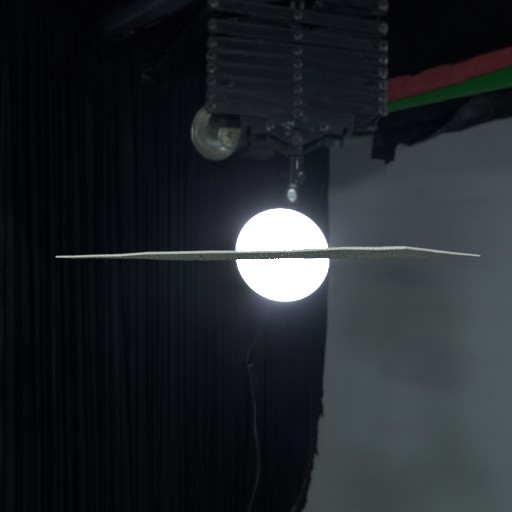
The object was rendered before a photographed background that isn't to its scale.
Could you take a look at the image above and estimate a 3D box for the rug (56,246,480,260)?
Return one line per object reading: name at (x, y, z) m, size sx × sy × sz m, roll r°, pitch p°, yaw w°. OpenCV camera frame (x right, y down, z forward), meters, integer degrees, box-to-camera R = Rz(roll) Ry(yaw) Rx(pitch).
rug at (0.000, 0.000, 1.043) m, size 0.869 × 0.008 × 0.511 m, roll -1°, pitch -2°, yaw 37°
